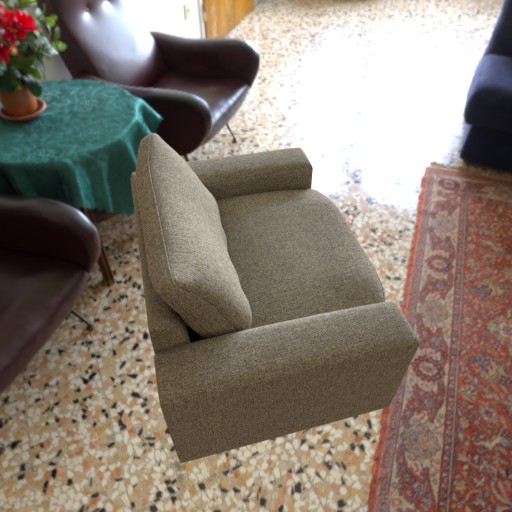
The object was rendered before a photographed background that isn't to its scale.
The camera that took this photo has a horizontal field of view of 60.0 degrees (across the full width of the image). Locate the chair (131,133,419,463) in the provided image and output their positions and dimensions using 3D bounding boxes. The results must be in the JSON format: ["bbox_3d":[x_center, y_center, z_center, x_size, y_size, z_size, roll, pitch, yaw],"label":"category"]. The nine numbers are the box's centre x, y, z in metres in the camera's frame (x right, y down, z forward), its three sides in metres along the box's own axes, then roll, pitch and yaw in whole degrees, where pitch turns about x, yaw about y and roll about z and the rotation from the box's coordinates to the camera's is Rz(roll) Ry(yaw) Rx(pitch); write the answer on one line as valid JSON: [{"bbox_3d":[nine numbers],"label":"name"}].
[{"bbox_3d":[0.000,0.000,2.117,1.039,0.915,1.398,-11,47,-10],"label":"chair"}]
